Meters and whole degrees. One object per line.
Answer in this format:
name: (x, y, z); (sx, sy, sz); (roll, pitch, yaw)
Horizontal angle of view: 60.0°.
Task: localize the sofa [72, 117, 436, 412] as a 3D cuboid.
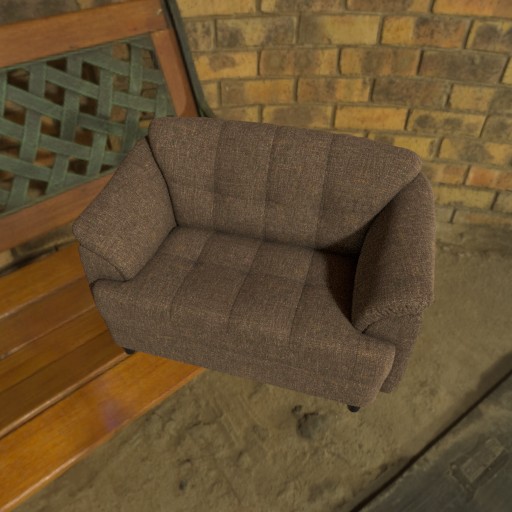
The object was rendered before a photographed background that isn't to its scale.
sofa: (0.000, 0.000, 1.952); (1.404, 0.895, 0.799); (11, 42, 12)
